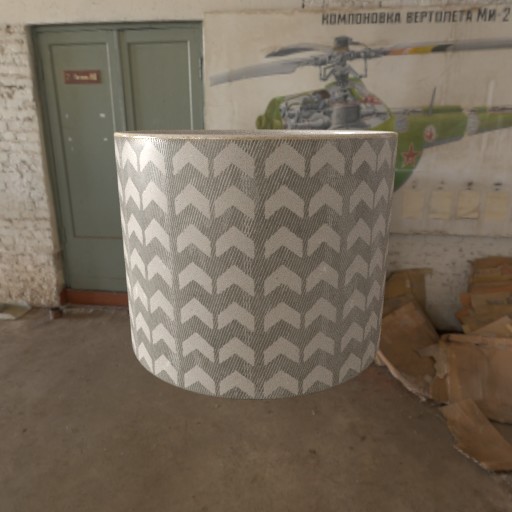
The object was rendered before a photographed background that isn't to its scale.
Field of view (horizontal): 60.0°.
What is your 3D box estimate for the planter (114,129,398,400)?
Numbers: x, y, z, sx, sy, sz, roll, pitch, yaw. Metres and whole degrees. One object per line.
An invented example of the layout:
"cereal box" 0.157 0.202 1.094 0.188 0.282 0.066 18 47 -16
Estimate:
"planter" 0.000 0.000 0.335 0.190 0.181 0.190 0 17 0
